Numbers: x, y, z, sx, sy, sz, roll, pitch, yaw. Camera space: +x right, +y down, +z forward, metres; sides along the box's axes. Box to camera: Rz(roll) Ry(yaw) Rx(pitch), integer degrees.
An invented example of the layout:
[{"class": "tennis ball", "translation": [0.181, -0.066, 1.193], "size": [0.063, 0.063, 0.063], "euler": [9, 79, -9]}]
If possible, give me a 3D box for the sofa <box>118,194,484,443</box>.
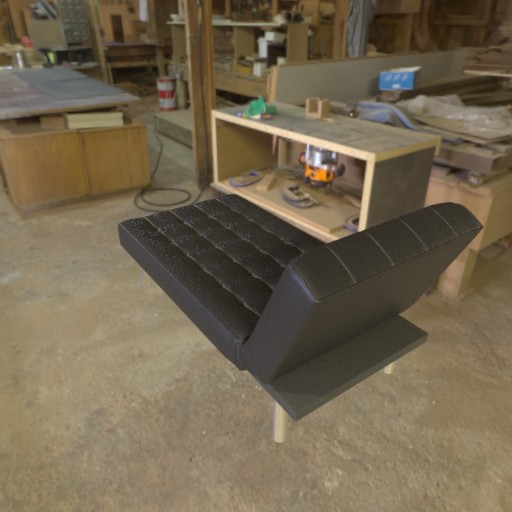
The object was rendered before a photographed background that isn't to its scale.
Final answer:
[{"class": "sofa", "translation": [0.000, 0.000, 1.994], "size": [0.760, 0.820, 1.560], "euler": [-19, 35, -30]}]
